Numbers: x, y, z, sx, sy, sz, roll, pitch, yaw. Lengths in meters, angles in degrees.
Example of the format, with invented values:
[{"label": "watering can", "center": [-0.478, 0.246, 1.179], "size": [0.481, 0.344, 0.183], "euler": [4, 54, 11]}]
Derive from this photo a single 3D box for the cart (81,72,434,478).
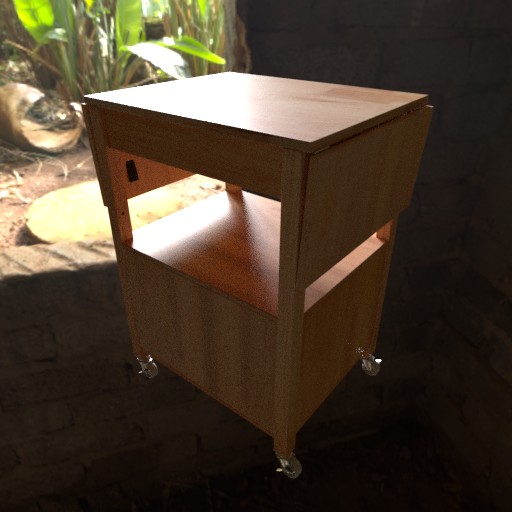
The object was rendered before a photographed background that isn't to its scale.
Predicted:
[{"label": "cart", "center": [0.000, 0.000, 1.213], "size": [0.640, 0.838, 0.508], "euler": [22, 36, 33]}]
